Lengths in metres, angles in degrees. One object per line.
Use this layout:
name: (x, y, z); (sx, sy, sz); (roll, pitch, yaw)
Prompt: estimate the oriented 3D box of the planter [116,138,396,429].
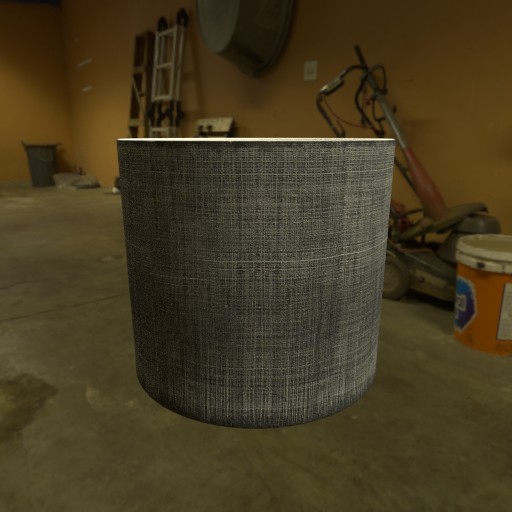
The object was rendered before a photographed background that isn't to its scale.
planter: (0.000, 0.000, 0.393); (0.221, 0.201, 0.221); (0, 15, 0)
